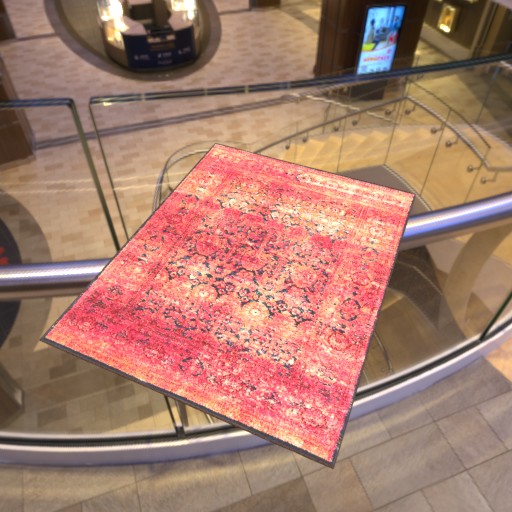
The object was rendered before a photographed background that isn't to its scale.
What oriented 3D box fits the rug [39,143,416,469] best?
[{"bbox_3d":[0.000,0.000,4.111,2.411,0.020,3.032,18,50,16],"label":"rug"}]
